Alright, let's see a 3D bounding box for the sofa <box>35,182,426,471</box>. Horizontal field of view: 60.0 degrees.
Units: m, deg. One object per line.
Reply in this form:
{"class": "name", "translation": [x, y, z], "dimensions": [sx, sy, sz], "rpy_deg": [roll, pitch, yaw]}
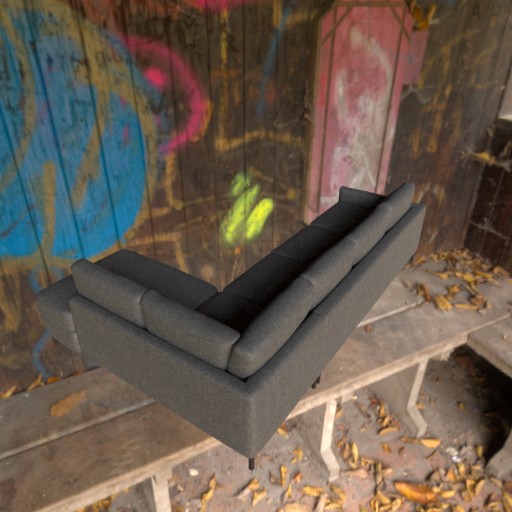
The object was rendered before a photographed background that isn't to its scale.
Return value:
{"class": "sofa", "translation": [0.000, 0.000, 3.830], "dimensions": [1.984, 0.858, 2.972], "rpy_deg": [20, 36, 29]}
